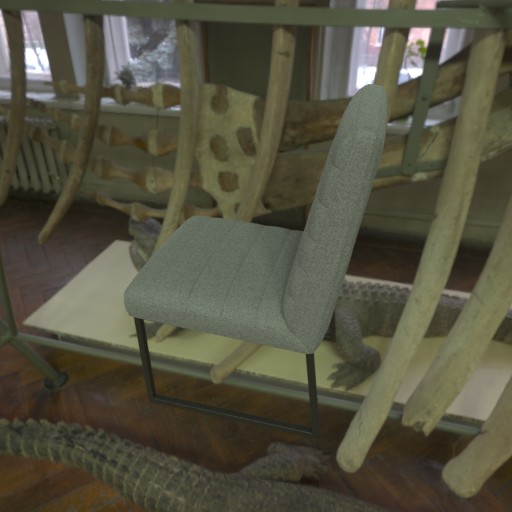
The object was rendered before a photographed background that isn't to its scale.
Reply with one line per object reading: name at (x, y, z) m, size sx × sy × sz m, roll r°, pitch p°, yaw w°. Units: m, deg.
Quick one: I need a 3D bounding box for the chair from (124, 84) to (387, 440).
chair at (0.000, 0.000, 1.328) m, size 0.634 × 0.930 × 0.520 m, roll 8°, pitch 32°, yaw 13°
